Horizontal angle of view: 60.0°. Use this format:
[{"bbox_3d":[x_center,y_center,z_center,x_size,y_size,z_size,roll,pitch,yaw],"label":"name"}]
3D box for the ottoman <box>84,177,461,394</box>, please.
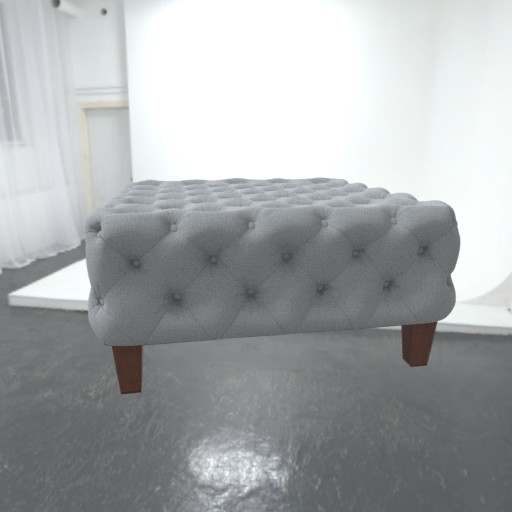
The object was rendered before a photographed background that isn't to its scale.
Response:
[{"bbox_3d":[0.000,0.000,1.194,0.758,0.365,0.764,-3,15,-10],"label":"ottoman"}]
